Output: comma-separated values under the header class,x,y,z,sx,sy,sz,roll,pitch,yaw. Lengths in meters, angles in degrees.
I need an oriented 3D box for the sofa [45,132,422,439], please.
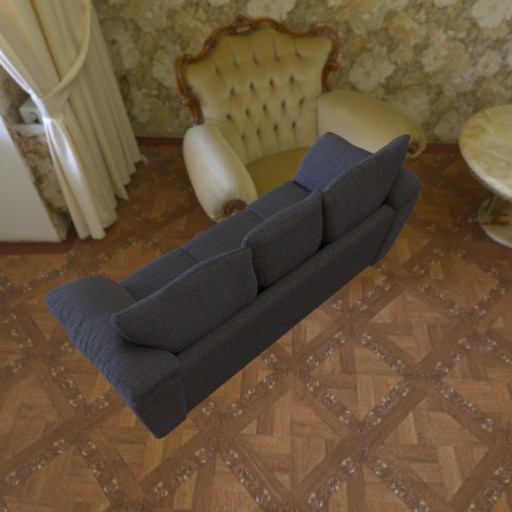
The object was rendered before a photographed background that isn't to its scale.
class,x,y,z,sx,sy,sz,roll,pitch,yaw
sofa,0.000,0.000,2.810,2.336,1.080,0.883,-34,56,-27
